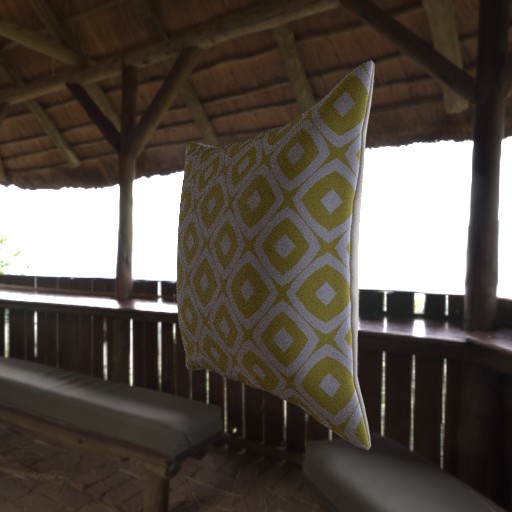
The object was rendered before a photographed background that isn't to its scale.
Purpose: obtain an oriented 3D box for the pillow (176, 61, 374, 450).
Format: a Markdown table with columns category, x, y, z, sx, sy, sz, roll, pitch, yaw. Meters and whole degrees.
| category | x | y | z | sx | sy | sz | roll | pitch | yaw |
| --- | --- | --- | --- | --- | --- | --- | --- | --- | --- |
| pillow | 0.000 | 0.000 | 0.762 | 0.188 | 0.494 | 0.504 | 0 | 0 | -36 |
